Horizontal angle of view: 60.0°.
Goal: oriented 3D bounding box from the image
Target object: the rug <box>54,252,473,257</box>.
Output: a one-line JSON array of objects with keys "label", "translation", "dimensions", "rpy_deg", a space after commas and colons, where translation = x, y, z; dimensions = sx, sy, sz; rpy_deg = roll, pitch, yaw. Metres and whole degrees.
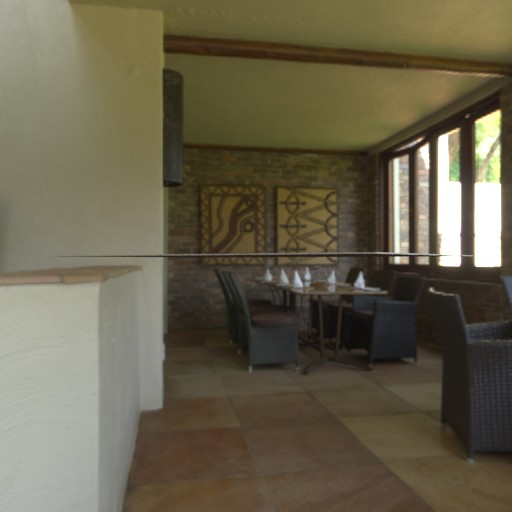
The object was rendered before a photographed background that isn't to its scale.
[{"label": "rug", "translation": [0.000, 0.000, 2.311], "dimensions": [1.827, 0.005, 1.229], "rpy_deg": [0, -1, 38]}]
